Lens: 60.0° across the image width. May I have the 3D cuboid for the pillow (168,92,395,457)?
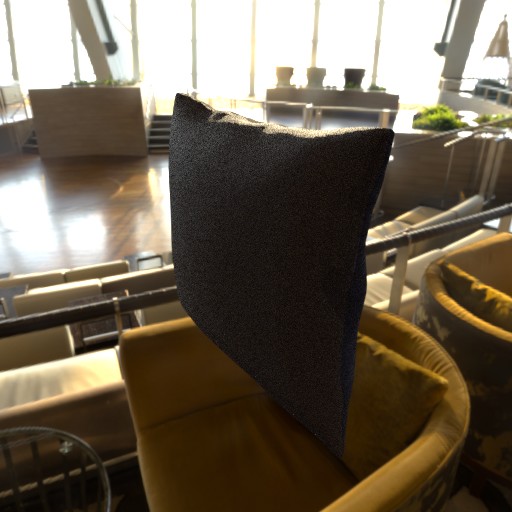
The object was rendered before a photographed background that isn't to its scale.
[{"bbox_3d":[0.000,0.000,0.668,0.204,0.439,0.452,-17,30,-31],"label":"pillow"}]
